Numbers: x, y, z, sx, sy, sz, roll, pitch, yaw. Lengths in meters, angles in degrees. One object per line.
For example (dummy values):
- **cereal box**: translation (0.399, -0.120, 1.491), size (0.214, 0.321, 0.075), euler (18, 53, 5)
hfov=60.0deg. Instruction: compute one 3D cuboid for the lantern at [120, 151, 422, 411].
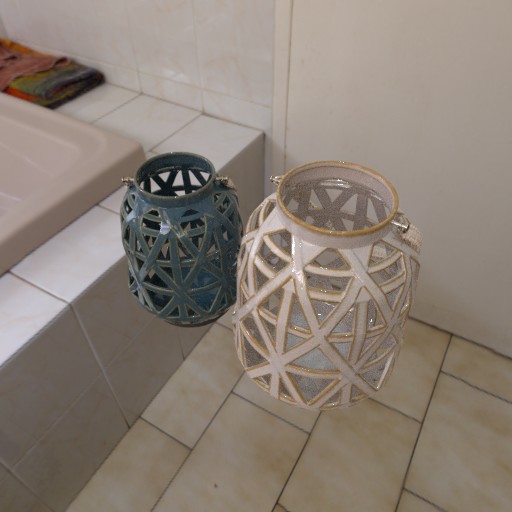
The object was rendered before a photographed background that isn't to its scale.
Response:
- **lantern**: translation (0.000, 0.000, 0.611), size (0.439, 0.307, 0.245), euler (24, 50, 22)
